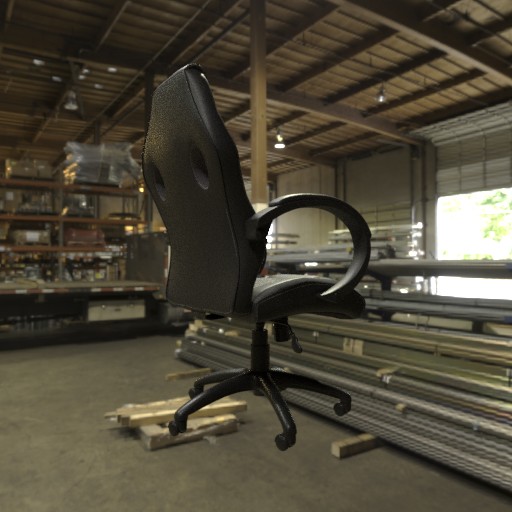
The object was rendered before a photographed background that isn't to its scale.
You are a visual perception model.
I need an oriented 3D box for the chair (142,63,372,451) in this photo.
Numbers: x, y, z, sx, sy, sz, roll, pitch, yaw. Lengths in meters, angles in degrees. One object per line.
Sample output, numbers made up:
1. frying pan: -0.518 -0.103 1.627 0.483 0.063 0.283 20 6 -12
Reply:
1. chair: 0.000 0.000 1.645 0.724 1.187 0.673 0 -1 -35
